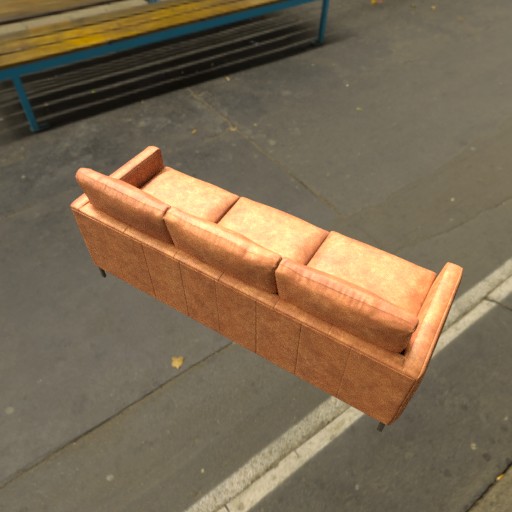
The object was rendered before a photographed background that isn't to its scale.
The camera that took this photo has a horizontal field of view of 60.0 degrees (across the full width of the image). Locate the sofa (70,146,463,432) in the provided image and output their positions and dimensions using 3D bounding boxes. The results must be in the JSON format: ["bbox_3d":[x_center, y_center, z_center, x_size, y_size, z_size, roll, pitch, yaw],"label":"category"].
[{"bbox_3d":[0.000,0.000,2.467,2.029,0.863,0.748,25,52,21],"label":"sofa"}]
